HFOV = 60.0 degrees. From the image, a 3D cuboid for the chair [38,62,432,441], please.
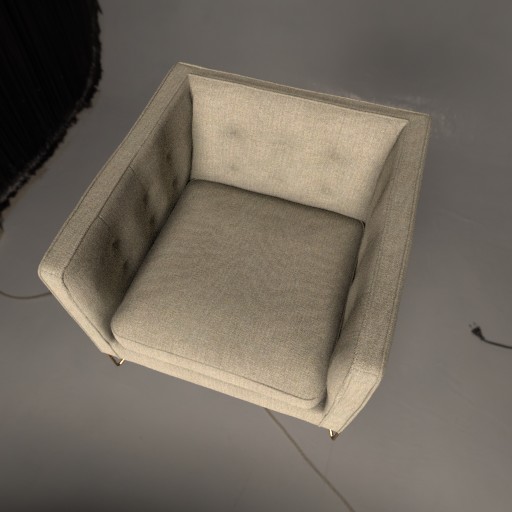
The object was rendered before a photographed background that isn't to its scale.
[{"bbox_3d":[0.000,0.000,1.584,0.920,0.799,0.912,16,59,10],"label":"chair"}]
